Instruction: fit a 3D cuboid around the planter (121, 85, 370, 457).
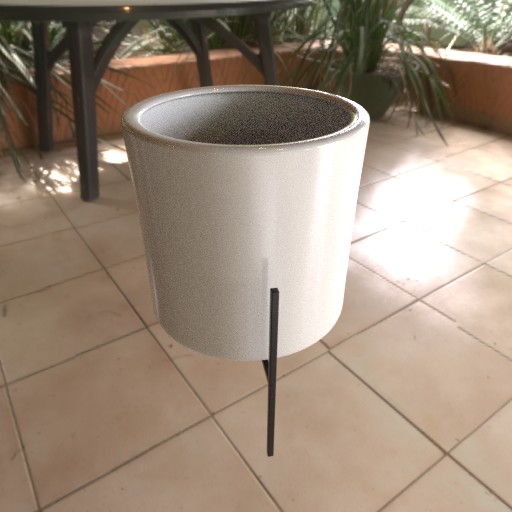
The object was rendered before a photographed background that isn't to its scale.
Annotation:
[{"bbox_3d":[0.000,0.000,0.733,0.361,0.480,0.360,-21,38,-30],"label":"planter"}]
